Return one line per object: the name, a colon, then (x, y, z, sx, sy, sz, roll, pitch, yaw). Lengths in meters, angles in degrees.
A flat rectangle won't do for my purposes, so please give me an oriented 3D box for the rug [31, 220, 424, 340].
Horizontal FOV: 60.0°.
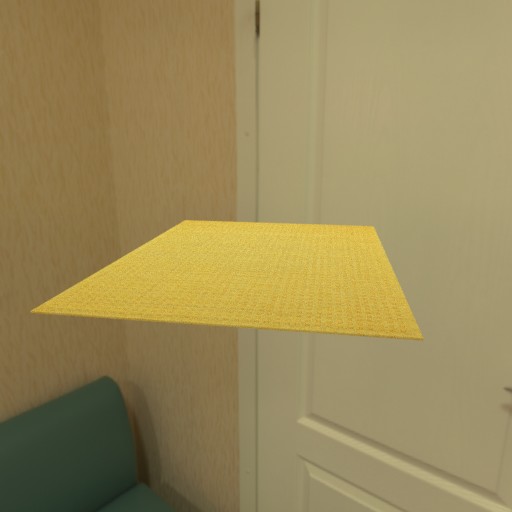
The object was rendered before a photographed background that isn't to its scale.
rug: (0.000, 0.000, 4.278, 2.486, 0.015, 3.242, 3, 16, 9)
